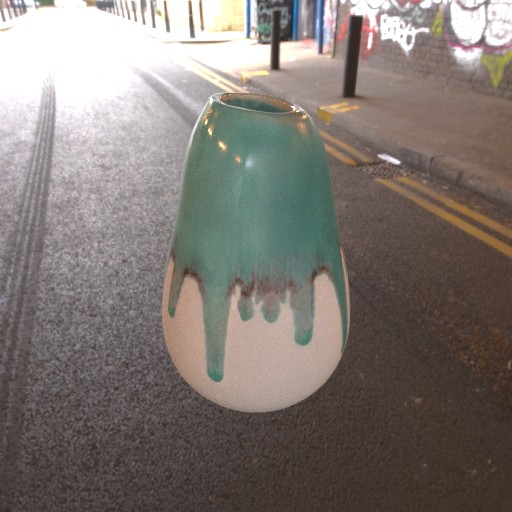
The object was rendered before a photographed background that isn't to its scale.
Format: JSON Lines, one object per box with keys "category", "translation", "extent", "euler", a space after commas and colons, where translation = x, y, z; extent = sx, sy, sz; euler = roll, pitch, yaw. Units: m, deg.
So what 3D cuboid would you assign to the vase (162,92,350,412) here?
{"category": "vase", "translation": [0.000, 0.000, 0.259], "extent": [0.116, 0.179, 0.116], "euler": [0, 31, 0]}
